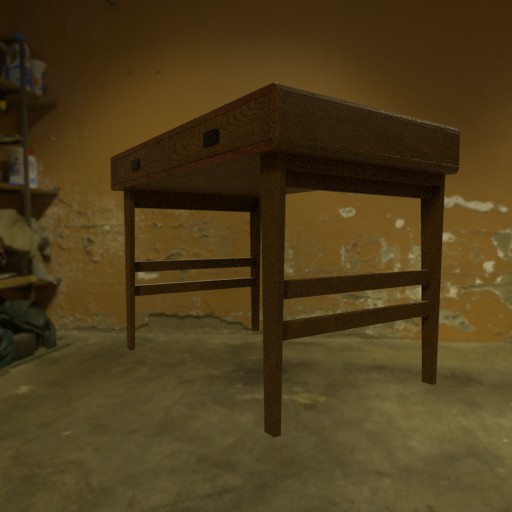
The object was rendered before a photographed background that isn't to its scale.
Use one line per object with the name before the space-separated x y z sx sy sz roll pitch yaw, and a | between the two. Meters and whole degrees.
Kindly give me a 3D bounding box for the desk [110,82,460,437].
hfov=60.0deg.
desk | 0.000 0.000 1.516 0.660 0.754 1.066 -2 3 -35
